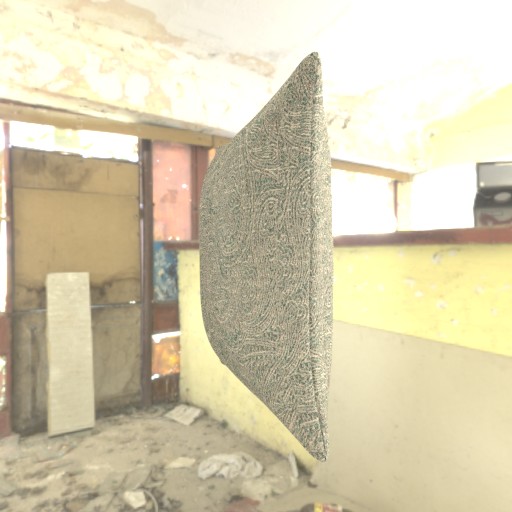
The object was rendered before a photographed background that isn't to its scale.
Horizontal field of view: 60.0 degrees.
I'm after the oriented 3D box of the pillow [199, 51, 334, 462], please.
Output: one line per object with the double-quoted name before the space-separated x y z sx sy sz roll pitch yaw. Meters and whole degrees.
"pillow" 0.000 0.000 0.790 0.166 0.507 0.526 0 0 -18
